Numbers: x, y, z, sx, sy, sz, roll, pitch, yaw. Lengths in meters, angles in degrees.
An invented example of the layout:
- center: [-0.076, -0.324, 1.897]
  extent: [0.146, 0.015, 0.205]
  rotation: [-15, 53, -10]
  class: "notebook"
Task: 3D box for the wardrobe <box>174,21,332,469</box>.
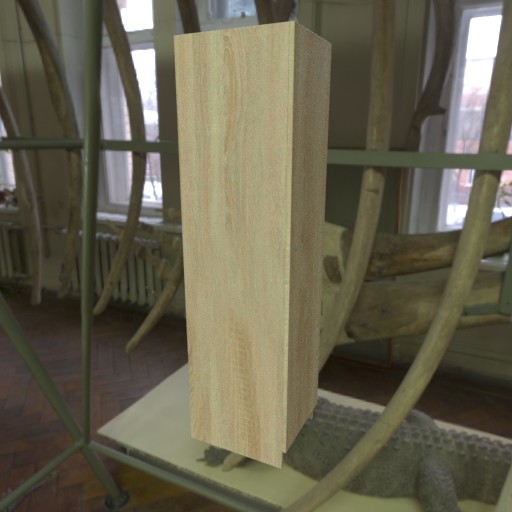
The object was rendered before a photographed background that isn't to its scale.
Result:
- center: [0.000, 0.000, 2.370]
  extent: [0.588, 2.117, 0.496]
  rotation: [7, 17, 25]
  class: "wardrobe"
